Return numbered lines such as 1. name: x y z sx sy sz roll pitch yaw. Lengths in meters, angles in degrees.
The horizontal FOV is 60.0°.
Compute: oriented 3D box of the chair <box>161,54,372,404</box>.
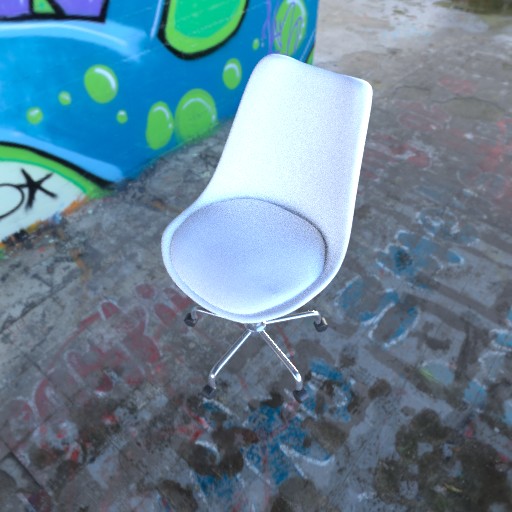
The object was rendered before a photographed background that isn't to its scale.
1. chair: 0.000 0.000 1.283 0.550 0.930 0.550 30 53 25
